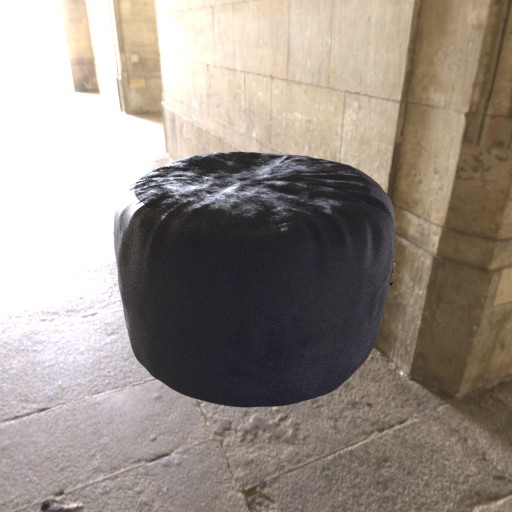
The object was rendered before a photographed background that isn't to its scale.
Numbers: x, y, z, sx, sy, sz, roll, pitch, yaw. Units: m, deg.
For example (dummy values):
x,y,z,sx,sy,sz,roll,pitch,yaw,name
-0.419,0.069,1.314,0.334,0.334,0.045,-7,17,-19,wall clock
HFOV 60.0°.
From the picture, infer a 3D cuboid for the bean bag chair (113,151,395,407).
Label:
x,y,z,sx,sy,sz,roll,pitch,yaw,name
0.000,0.000,2.022,1.219,0.762,1.219,0,27,0,bean bag chair
